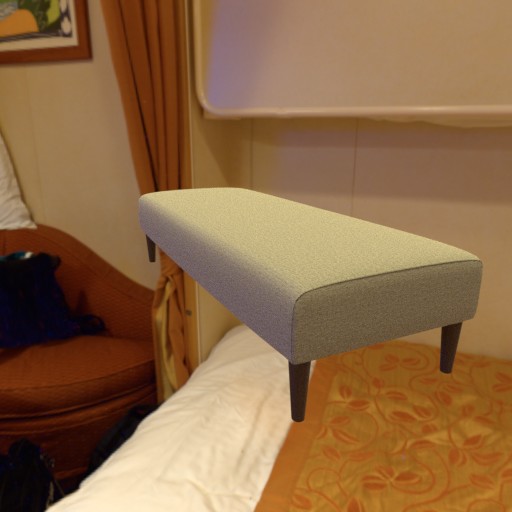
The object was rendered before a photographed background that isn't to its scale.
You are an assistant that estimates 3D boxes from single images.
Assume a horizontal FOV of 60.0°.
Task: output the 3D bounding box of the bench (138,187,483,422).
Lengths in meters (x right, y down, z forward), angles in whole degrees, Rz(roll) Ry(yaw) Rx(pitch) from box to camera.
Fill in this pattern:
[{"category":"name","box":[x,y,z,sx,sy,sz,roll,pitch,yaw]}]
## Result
[{"category":"bench","box":[0.000,0.000,1.791,0.631,0.383,1.598,-8,18,-25]}]
